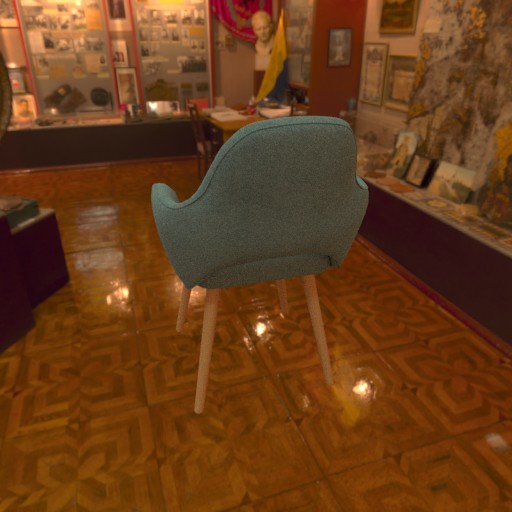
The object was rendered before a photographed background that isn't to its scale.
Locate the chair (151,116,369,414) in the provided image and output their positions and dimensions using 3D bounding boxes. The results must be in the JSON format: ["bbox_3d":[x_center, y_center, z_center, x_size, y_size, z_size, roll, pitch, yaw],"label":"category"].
[{"bbox_3d":[0.000,0.000,1.360,0.589,0.920,0.666,-8,28,-15],"label":"chair"}]
